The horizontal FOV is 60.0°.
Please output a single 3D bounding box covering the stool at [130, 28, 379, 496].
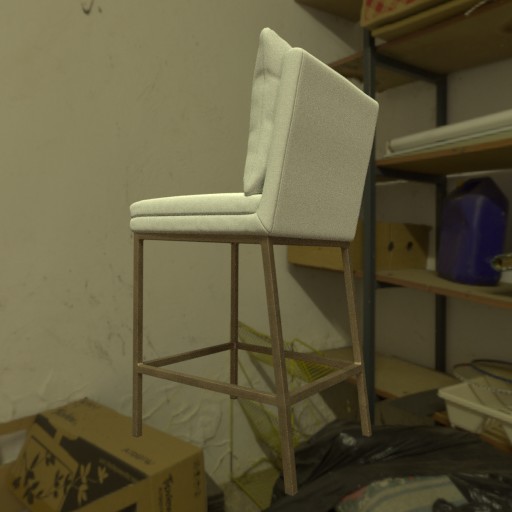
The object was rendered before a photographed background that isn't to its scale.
[{"bbox_3d":[0.000,0.000,1.276,0.572,1.032,0.463,0,0,37],"label":"stool"}]
